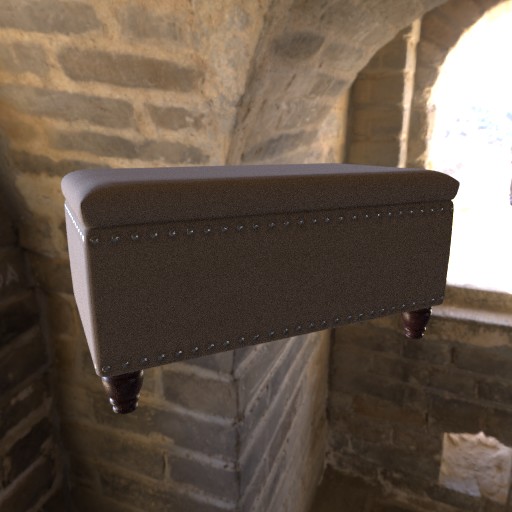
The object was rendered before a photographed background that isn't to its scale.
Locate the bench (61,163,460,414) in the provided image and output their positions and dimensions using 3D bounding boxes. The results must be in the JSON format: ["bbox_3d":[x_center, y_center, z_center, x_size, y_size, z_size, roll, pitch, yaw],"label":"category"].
[{"bbox_3d":[0.000,0.000,1.167,0.887,0.449,0.500,-7,16,-25],"label":"bench"}]
